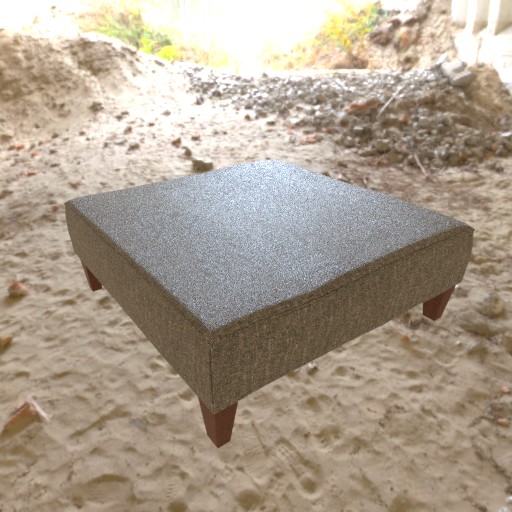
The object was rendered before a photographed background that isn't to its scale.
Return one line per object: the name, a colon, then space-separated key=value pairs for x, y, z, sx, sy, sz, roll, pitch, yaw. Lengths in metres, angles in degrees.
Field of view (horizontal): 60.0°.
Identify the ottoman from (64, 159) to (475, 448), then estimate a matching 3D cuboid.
ottoman: x=0.000 y=0.000 z=1.531 sx=0.981 sy=0.379 sz=1.016 roll=-18 pitch=32 yaw=-32
